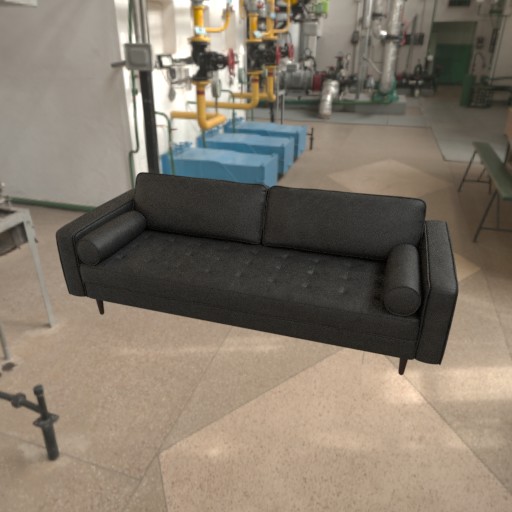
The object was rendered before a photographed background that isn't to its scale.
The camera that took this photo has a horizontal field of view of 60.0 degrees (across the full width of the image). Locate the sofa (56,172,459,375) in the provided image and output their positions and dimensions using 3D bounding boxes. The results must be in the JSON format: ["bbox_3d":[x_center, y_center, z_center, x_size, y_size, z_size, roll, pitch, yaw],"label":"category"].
[{"bbox_3d":[0.000,0.000,2.707,2.210,0.762,0.914,8,28,16],"label":"sofa"}]
